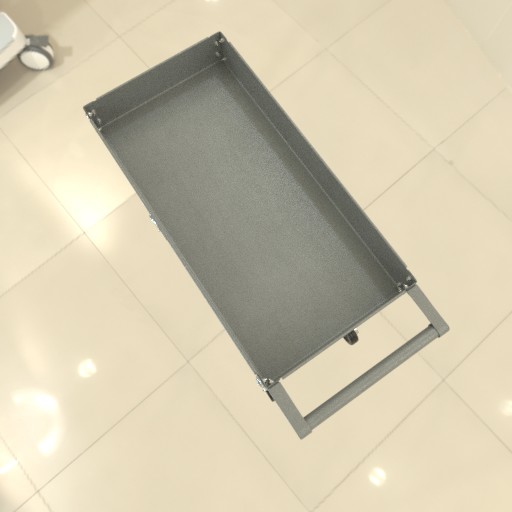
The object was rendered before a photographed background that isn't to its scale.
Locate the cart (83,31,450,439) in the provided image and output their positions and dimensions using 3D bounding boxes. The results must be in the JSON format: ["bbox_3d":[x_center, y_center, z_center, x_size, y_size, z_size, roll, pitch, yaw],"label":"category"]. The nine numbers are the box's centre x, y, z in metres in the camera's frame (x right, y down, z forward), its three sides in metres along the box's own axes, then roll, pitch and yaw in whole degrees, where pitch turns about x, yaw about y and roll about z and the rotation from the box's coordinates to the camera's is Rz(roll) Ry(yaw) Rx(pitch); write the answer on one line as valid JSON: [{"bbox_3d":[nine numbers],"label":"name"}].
[{"bbox_3d":[0.000,0.000,1.192,0.366,0.719,0.779,-33,77,-9],"label":"cart"}]
